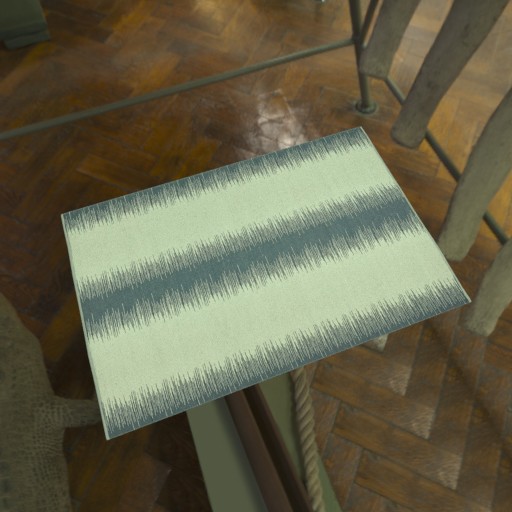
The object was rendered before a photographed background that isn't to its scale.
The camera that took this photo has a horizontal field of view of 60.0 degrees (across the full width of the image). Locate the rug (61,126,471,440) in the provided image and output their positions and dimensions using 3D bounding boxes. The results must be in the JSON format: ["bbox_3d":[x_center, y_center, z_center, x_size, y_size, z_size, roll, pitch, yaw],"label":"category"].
[{"bbox_3d":[0.000,0.000,2.333,1.854,0.006,1.234,-18,65,-9],"label":"rug"}]
